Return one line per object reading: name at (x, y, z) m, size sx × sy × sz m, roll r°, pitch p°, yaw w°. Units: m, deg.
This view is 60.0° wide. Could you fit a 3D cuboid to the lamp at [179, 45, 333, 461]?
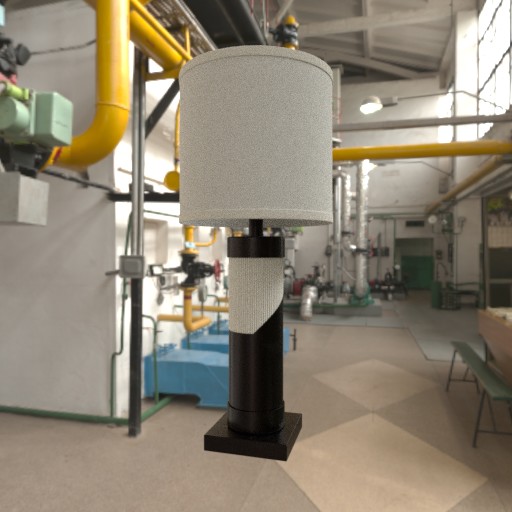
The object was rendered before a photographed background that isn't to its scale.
lamp at (0.000, 0.000, 0.615) m, size 0.211 × 0.509 × 0.211 m, roll 0°, pitch 1°, yaw 16°
